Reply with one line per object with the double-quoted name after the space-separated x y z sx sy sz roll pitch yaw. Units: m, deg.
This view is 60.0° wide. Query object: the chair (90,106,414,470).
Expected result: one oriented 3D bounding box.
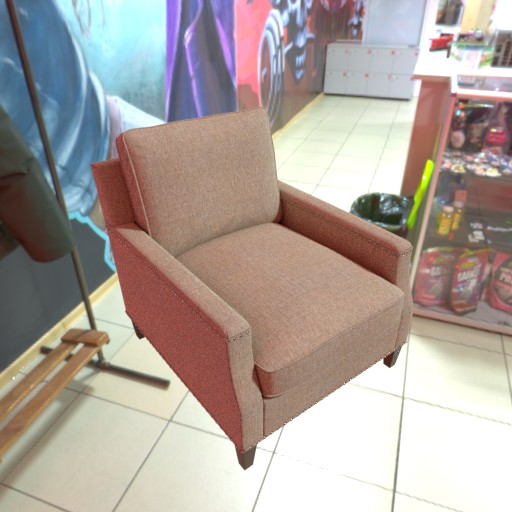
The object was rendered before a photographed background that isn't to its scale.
0.000 0.000 1.755 0.853 0.943 1.014 -22 37 -31 "chair"
